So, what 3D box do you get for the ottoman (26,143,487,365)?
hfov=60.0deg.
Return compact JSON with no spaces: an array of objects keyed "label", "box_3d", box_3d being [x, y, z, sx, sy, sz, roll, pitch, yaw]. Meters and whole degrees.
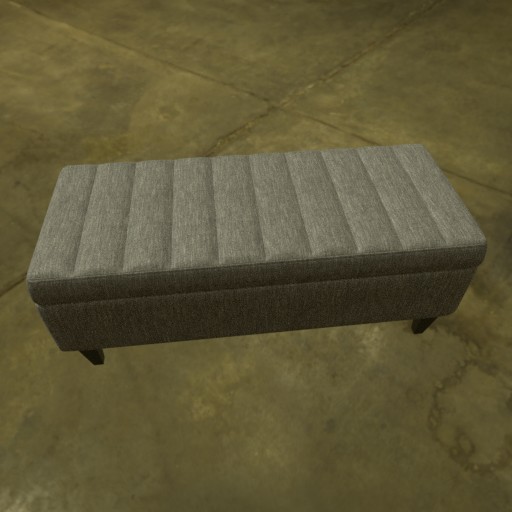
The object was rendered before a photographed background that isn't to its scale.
[{"label":"ottoman","box_3d":[0.000,0.000,1.376,1.151,0.469,0.482,-5,47,-4]}]
